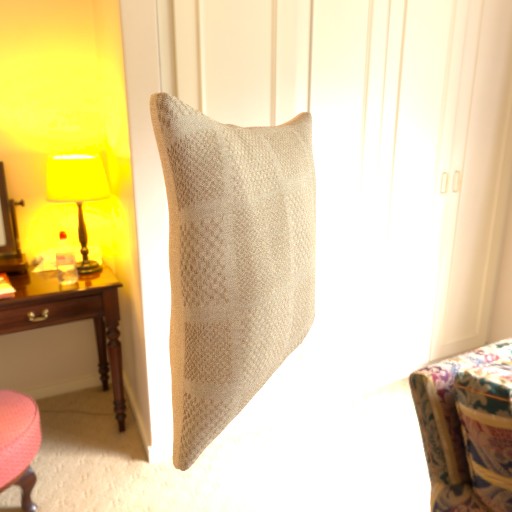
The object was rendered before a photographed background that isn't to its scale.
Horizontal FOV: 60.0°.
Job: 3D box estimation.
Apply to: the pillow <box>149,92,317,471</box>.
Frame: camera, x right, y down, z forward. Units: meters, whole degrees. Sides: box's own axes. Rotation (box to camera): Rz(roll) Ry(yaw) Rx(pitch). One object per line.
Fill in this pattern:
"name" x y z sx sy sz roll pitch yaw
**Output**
"pillow" 0.000 0.000 0.667 0.138 0.432 0.436 7 17 25
